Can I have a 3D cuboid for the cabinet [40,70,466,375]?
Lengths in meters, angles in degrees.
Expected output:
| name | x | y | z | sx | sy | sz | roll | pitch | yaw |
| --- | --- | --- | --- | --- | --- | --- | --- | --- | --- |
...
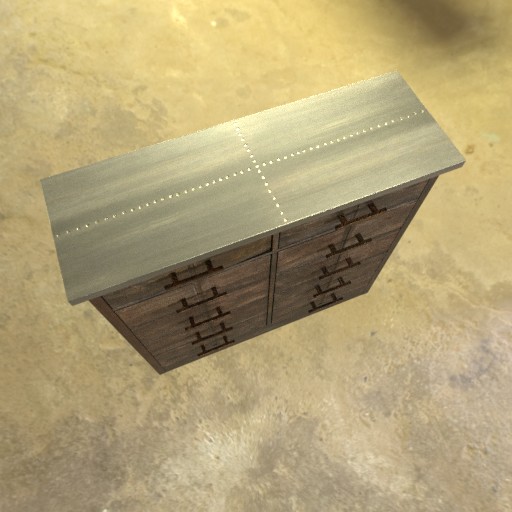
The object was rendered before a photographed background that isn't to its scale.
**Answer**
| name | x | y | z | sx | sy | sz | roll | pitch | yaw |
| --- | --- | --- | --- | --- | --- | --- | --- | --- | --- |
| cabinet | 0.000 | 0.000 | 1.471 | 0.968 | 0.919 | 0.338 | -20 | 65 | -10 |
